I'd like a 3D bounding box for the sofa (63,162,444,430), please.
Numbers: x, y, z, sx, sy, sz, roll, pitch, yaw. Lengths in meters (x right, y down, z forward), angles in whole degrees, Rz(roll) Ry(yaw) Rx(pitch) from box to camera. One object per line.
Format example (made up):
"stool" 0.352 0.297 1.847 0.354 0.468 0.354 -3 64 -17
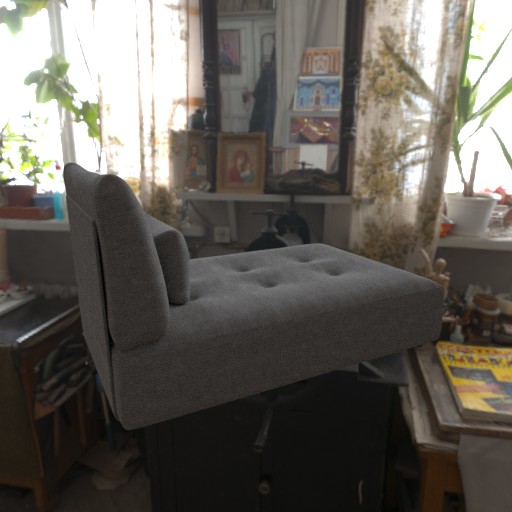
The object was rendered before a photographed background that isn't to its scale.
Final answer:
"sofa" 0.000 0.000 1.976 1.450 0.820 0.930 -8 16 -27
